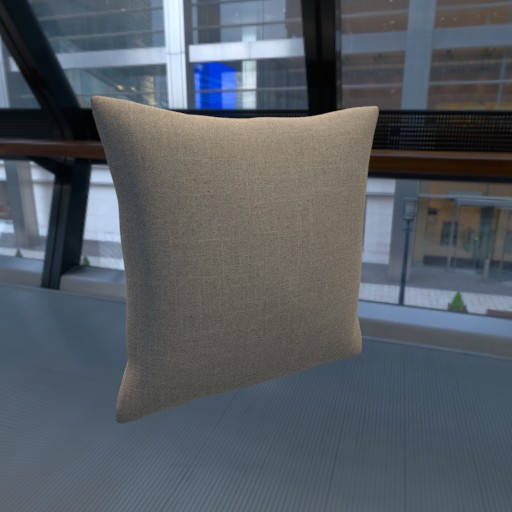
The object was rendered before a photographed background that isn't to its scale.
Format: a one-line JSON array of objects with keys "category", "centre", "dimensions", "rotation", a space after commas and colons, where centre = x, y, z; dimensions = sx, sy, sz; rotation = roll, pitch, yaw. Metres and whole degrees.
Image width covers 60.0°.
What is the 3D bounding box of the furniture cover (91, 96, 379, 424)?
[{"category": "furniture cover", "centre": [0.000, 0.000, 0.769], "dimensions": [0.512, 0.506, 0.178], "rotation": [-8, 17, -27]}]
